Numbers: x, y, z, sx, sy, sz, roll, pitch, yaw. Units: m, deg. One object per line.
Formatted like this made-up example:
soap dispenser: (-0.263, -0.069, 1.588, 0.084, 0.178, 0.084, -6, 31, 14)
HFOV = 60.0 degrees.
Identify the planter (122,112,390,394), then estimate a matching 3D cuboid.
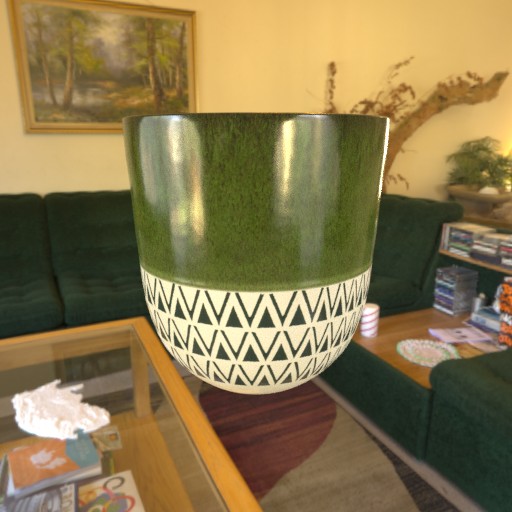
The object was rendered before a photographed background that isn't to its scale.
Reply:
planter: (0.000, 0.000, 0.456, 0.245, 0.270, 0.245, 0, 15, 0)
